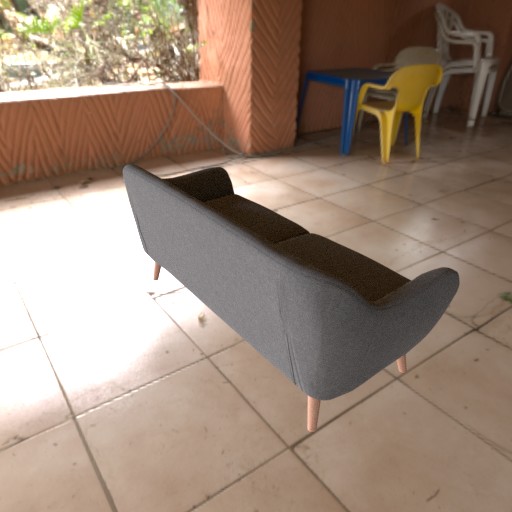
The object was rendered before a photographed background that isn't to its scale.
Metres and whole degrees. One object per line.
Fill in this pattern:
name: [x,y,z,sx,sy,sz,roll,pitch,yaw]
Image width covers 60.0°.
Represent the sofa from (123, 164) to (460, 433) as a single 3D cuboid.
sofa: [0.000,0.000,2.326,0.820,0.820,1.840,-19,34,-32]
